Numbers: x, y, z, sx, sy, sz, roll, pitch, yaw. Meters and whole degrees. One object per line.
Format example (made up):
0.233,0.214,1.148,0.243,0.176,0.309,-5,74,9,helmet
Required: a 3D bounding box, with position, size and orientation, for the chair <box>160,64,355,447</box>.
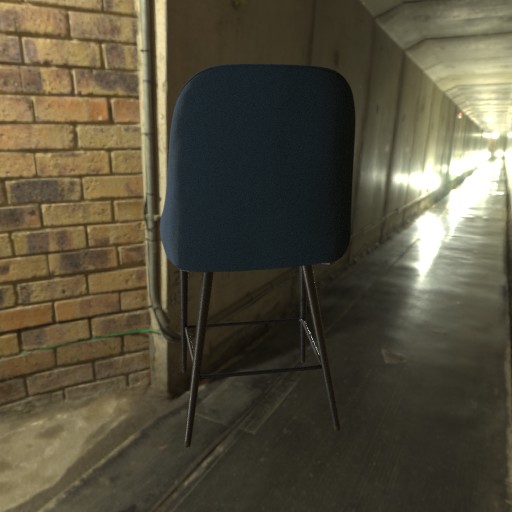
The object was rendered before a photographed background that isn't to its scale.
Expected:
0.000,0.000,1.240,0.526,0.927,0.489,-2,16,-9,chair
